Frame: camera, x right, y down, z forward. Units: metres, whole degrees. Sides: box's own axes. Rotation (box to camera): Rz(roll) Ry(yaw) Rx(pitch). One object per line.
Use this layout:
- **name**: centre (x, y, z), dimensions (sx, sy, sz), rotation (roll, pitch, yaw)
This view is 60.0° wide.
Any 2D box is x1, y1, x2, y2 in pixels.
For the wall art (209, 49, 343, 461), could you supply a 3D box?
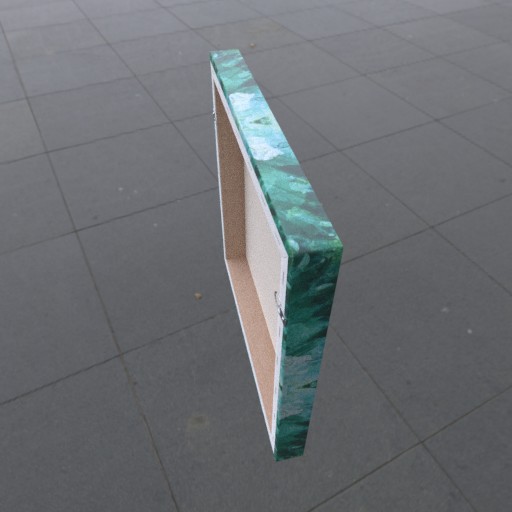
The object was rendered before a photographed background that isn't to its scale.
- **wall art**: centre (0.000, 0.000, 0.472), dimensions (0.033, 0.313, 0.313), rotation (-9, 46, -9)
